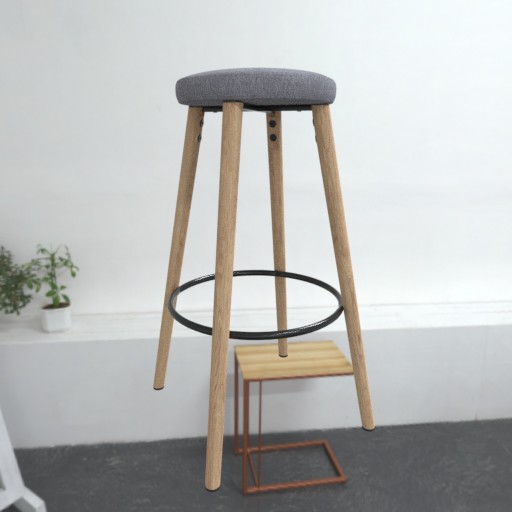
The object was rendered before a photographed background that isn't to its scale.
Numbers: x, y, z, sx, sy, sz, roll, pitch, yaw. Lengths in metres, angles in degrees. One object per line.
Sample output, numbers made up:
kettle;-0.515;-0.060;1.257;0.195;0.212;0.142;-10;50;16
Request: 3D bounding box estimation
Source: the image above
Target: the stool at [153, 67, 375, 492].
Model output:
stool;0.000;0.000;0.989;0.410;0.770;0.410;-8;18;-26
